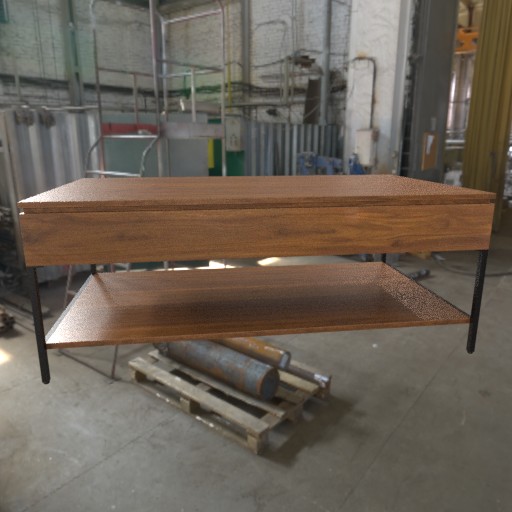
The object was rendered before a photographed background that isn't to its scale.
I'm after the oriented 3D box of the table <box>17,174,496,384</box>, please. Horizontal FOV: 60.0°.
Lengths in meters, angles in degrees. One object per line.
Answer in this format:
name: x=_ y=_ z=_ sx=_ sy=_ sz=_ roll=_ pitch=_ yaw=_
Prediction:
table: x=0.000 y=0.000 z=1.295 sx=1.057 sy=0.414 sz=0.574 roll=-2 pitch=15 yaw=-8
